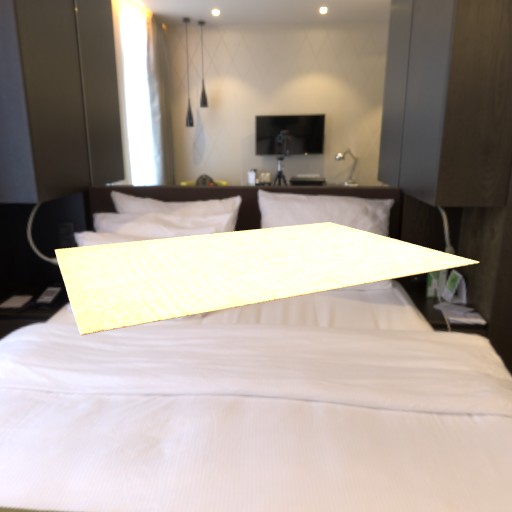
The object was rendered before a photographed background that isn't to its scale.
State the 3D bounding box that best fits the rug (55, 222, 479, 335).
[{"bbox_3d":[0.000,0.000,2.277,1.827,0.007,1.211,-7,16,-26],"label":"rug"}]
